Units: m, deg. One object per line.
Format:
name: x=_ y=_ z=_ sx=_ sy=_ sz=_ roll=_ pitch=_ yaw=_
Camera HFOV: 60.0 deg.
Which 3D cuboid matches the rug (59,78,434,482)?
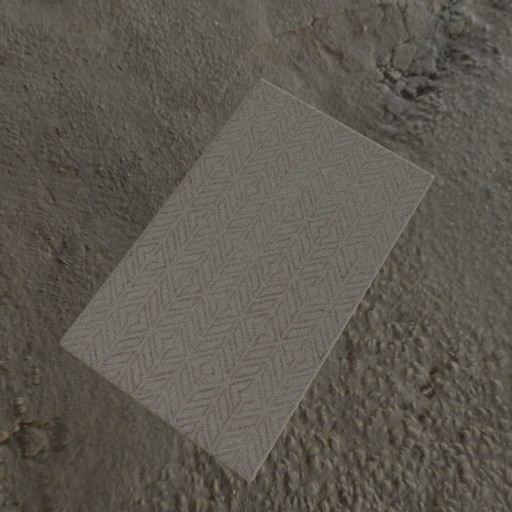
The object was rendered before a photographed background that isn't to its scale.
rug: x=0.000 y=0.000 z=3.074 sx=1.523 sy=0.008 sz=2.438 roll=32 pitch=77 yaw=8
